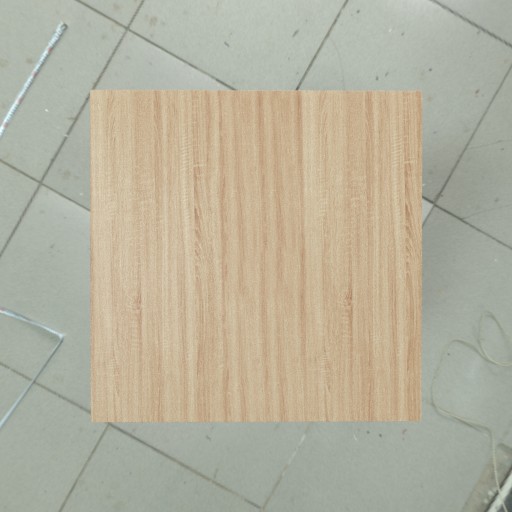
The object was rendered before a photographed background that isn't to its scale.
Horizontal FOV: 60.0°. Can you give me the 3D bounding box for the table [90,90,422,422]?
[{"bbox_3d":[0.000,0.000,1.048,0.670,0.305,0.670,0,90,-1],"label":"table"}]
